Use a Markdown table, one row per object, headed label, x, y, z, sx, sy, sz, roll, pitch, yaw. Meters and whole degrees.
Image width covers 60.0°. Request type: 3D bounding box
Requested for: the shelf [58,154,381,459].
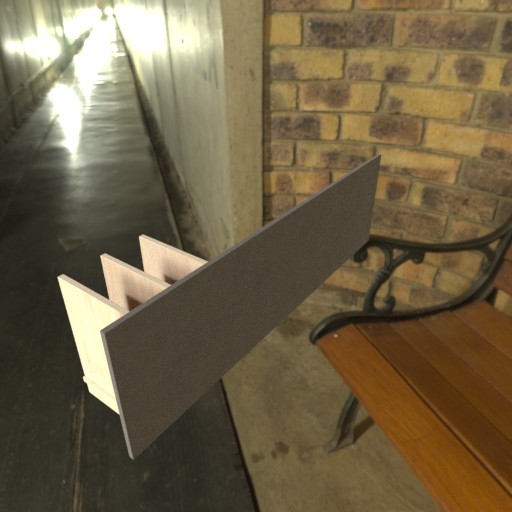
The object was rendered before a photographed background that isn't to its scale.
| label | x | y | z | sx | sy | sz | roll | pitch | yaw |
| --- | --- | --- | --- | --- | --- | --- | --- | --- | --- |
| shelf | 0.000 | 0.000 | 1.130 | 0.200 | 0.300 | 1.020 | 21 | 37 | 31 |
